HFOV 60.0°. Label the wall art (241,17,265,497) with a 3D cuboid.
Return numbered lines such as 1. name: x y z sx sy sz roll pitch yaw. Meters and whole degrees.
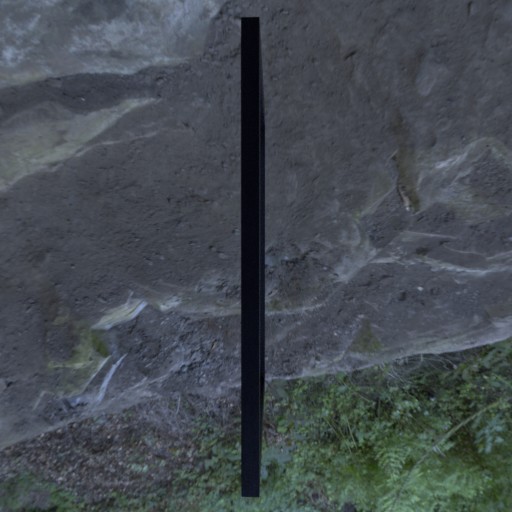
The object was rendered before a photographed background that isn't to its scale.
1. wall art: 0.000 0.000 0.835 0.027 0.458 0.657 0 92 2
